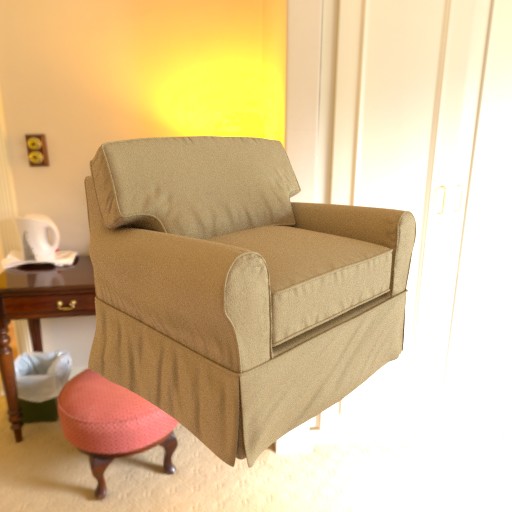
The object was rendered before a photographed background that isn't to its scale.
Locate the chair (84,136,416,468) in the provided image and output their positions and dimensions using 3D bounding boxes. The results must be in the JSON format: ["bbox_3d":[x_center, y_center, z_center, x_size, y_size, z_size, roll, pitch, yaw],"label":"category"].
[{"bbox_3d":[0.000,0.000,1.793,0.903,0.937,1.096,15,21,43],"label":"chair"}]
